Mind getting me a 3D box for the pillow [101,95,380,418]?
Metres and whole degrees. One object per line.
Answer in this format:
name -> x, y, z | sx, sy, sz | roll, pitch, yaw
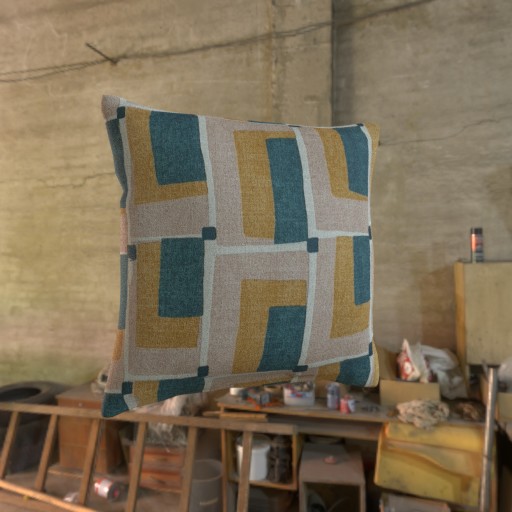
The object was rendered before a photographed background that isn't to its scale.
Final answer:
pillow -> 0.000, 0.000, 0.721 | 0.478, 0.479, 0.158 | 0, 0, -18
